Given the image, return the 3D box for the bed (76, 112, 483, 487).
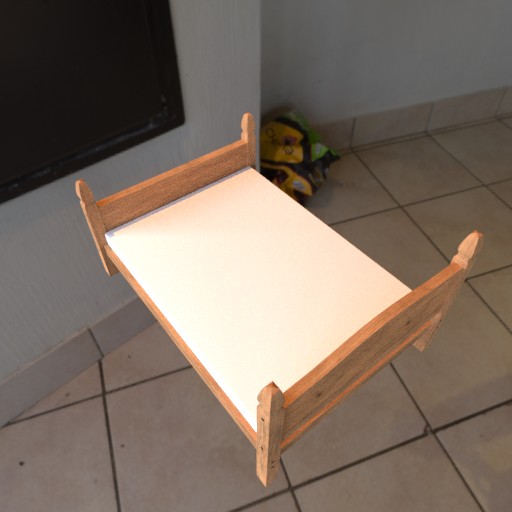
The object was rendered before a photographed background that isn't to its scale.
[{"bbox_3d":[0.000,0.000,2.961,1.490,1.100,2.069,-30,54,-25],"label":"bed"}]
